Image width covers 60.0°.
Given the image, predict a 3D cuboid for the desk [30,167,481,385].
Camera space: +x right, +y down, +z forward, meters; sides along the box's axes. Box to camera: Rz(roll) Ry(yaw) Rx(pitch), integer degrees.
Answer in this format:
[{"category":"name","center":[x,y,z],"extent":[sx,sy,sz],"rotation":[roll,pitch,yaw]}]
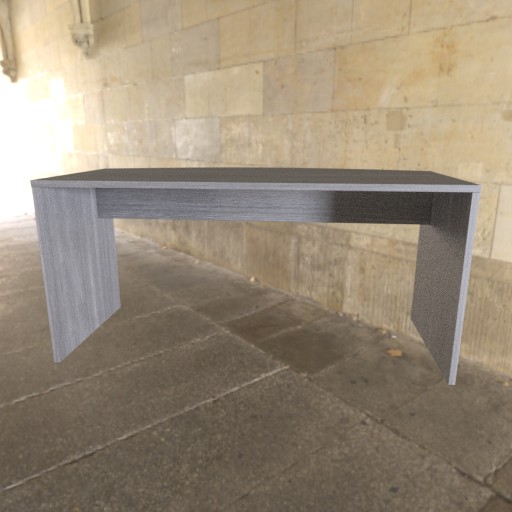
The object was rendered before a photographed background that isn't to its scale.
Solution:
[{"category":"desk","center":[0.000,0.000,2.043],"extent":[1.600,0.750,0.802],"rotation":[2,15,6]}]
